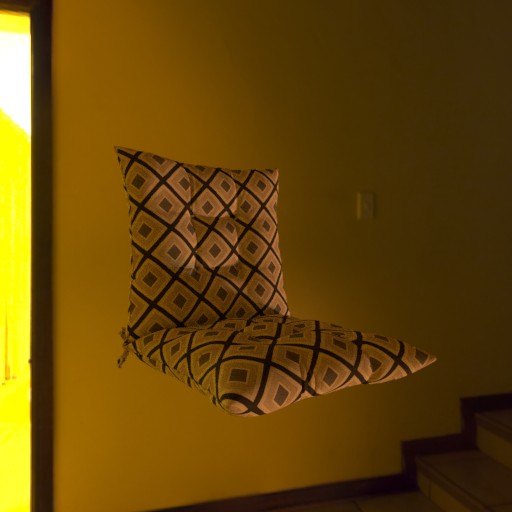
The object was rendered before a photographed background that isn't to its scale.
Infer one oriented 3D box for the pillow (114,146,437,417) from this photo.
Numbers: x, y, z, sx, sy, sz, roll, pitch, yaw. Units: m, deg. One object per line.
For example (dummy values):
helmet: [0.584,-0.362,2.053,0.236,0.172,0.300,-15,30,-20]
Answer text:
pillow: [0.000,0.000,1.009,0.541,0.536,0.585,0,0,-35]
